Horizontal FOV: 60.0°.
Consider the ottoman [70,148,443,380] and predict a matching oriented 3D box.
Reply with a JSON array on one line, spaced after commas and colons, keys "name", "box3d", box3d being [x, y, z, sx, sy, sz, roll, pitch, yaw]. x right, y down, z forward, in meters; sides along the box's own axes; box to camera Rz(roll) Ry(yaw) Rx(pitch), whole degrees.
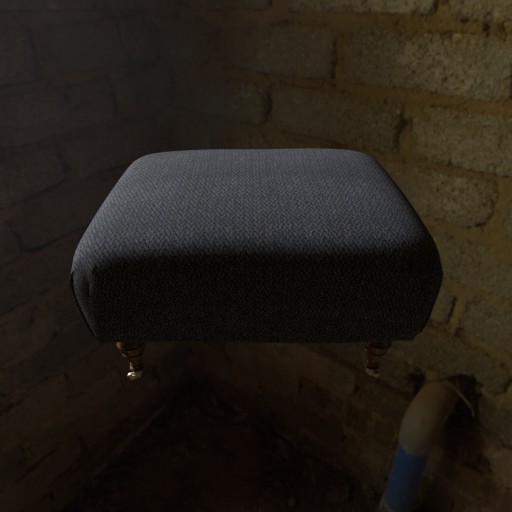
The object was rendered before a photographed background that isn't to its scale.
[{"name": "ottoman", "box3d": [0.000, 0.000, 1.149, 0.747, 0.450, 0.622, 0, 32, -1]}]
